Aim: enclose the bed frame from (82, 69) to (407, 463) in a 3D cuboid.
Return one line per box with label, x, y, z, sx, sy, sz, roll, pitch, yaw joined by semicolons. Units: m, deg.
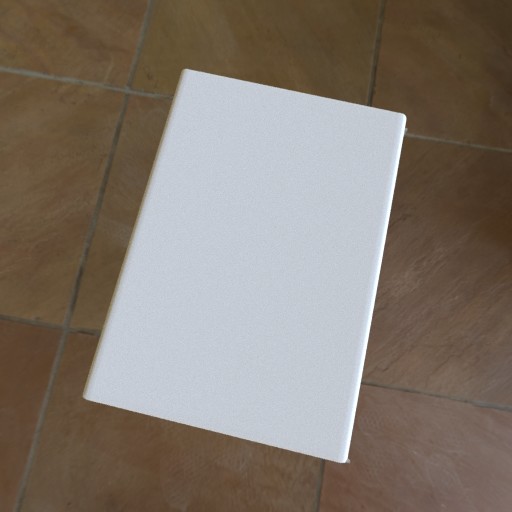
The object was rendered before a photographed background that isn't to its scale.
bed frame;0.000;0.000;2.597;1.445;0.497;1.945;13;77;3
